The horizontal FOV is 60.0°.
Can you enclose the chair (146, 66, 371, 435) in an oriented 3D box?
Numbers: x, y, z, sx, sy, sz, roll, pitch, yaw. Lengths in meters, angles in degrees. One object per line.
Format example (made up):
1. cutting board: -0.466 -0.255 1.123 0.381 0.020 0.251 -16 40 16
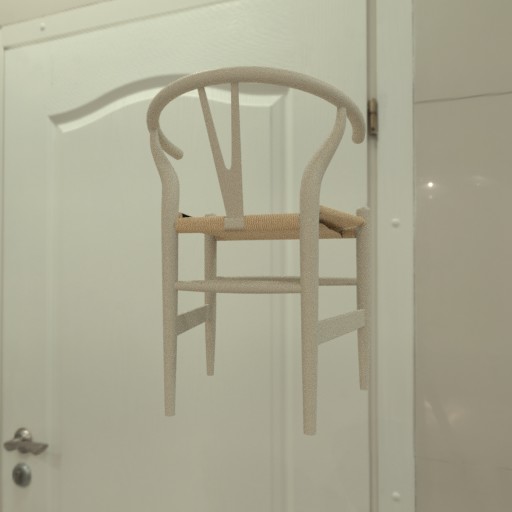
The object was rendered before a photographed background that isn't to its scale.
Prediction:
1. chair: 0.000 0.000 1.096 0.533 0.736 0.500 0 -1 20
